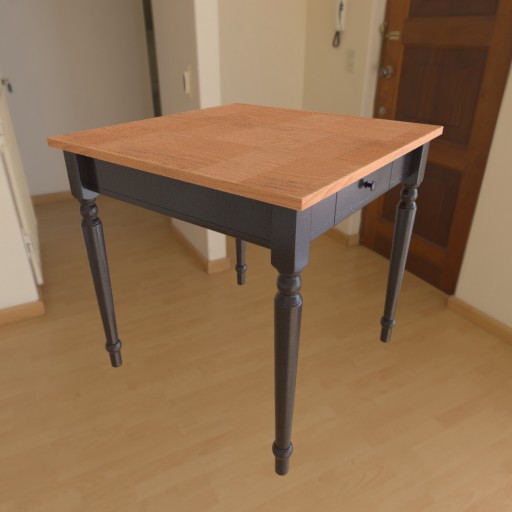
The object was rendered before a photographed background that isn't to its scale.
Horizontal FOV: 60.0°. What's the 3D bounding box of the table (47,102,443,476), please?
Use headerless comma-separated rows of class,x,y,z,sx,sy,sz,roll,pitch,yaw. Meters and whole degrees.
table,0.000,0.000,1.339,0.747,0.738,0.747,19,33,32
